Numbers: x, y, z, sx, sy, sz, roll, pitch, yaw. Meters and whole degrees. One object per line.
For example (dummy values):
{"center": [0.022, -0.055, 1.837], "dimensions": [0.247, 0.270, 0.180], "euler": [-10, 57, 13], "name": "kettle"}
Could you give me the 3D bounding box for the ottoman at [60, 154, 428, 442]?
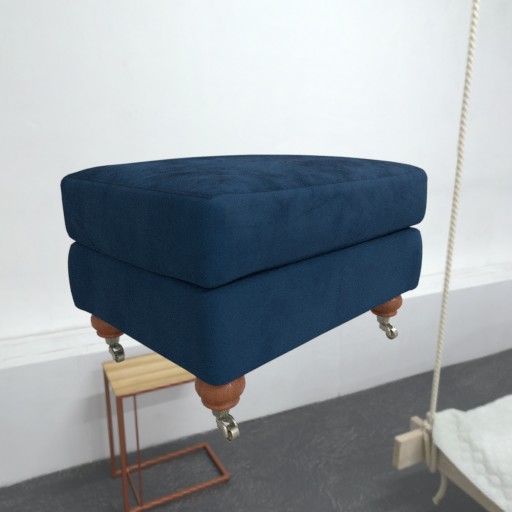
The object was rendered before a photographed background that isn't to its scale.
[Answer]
{"center": [0.000, 0.000, 1.143], "dimensions": [0.572, 0.503, 0.773], "euler": [15, 21, 43], "name": "ottoman"}
